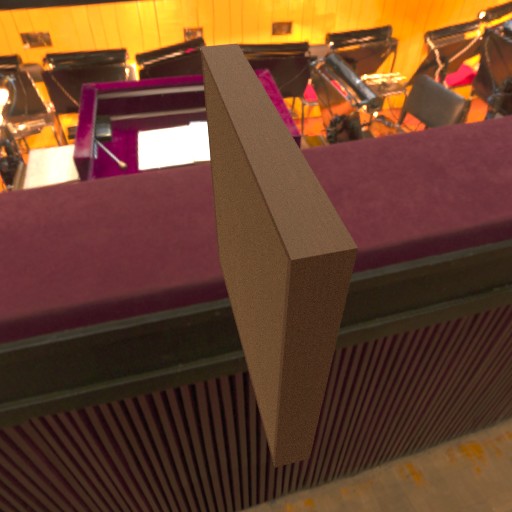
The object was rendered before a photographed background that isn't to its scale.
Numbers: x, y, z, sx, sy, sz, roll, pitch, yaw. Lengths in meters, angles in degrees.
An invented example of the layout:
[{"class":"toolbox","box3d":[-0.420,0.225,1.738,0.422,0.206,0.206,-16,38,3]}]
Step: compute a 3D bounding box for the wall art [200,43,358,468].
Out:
[{"class":"wall art","box3d":[0.000,0.000,0.449,0.038,0.303,0.304,-10,46,-10]}]
